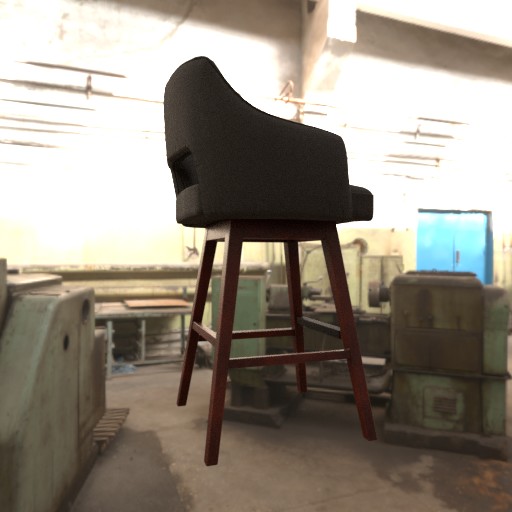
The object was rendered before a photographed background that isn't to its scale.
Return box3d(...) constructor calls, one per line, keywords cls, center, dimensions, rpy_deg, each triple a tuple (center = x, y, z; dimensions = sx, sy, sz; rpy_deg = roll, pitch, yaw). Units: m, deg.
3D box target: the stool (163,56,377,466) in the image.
box3d(cls="stool", center=(0.000, 0.000, 1.354), dimensions=(0.558, 1.012, 0.548), rpy_deg=(0, 0, -19))
